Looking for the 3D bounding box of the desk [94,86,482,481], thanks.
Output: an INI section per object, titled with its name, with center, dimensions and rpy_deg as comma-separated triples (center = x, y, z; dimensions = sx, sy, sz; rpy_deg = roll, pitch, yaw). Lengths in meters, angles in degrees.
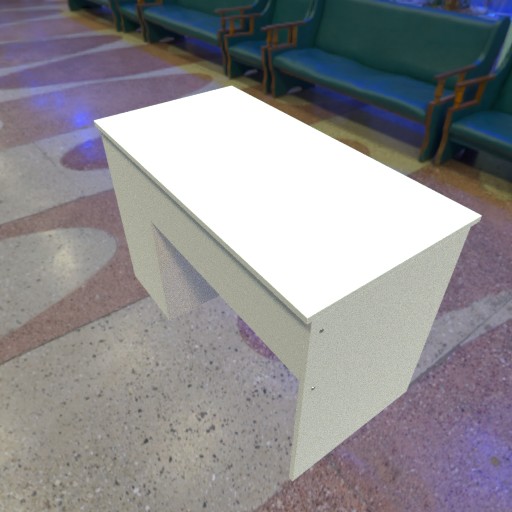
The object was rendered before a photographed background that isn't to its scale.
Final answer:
[desk]
center = 0.000, 0.000, 1.523
dimensions = 0.560, 0.730, 1.096
rpy_deg = -25, 47, -27
